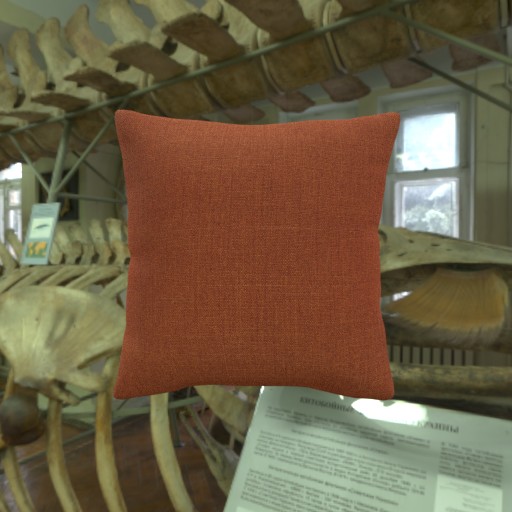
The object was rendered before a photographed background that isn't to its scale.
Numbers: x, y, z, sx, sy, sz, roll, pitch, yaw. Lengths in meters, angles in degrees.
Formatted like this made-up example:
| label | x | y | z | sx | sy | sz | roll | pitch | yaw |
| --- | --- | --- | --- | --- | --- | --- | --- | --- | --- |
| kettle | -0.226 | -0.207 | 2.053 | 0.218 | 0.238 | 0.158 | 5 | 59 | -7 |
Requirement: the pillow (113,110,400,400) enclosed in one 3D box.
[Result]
| label | x | y | z | sx | sy | sz | roll | pitch | yaw |
| --- | --- | --- | --- | --- | --- | --- | --- | --- | --- |
| pillow | 0.000 | 0.000 | 0.671 | 0.429 | 0.434 | 0.159 | 0 | 1 | -1 |
